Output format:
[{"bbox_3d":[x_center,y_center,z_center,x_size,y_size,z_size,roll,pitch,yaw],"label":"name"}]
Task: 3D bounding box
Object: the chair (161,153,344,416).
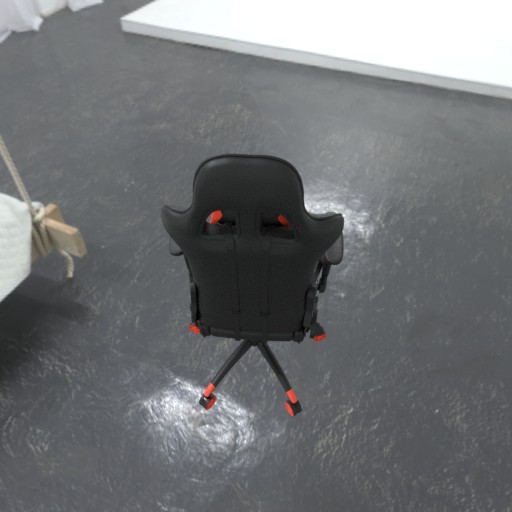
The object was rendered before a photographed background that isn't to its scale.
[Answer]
[{"bbox_3d":[0.000,0.000,1.761,0.695,1.282,0.730,3,46,3],"label":"chair"}]
